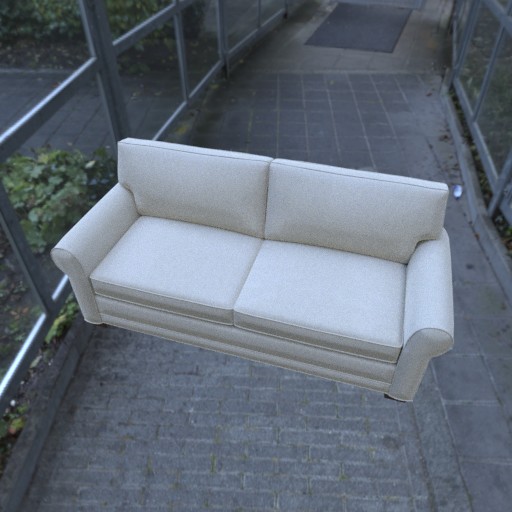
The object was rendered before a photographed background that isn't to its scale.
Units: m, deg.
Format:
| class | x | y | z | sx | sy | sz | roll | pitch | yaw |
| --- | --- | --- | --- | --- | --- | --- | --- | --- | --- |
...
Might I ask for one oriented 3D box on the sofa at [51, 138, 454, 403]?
| class | x | y | z | sx | sy | sz | roll | pitch | yaw |
| --- | --- | --- | --- | --- | --- | --- | --- | --- | --- |
| sofa | 0.000 | 0.000 | 2.624 | 2.146 | 0.962 | 0.901 | 11 | 42 | 13 |
